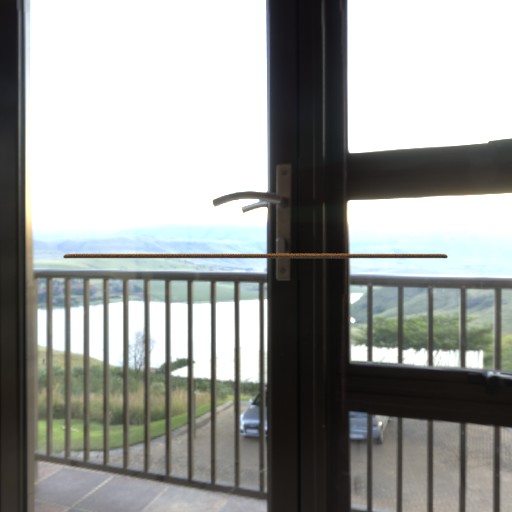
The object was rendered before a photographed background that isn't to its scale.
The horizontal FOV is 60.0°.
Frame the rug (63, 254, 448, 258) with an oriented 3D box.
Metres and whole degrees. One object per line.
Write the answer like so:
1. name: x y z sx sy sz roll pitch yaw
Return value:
1. rug: 0.000 0.000 2.056 1.067 0.013 1.676 0 0 0
